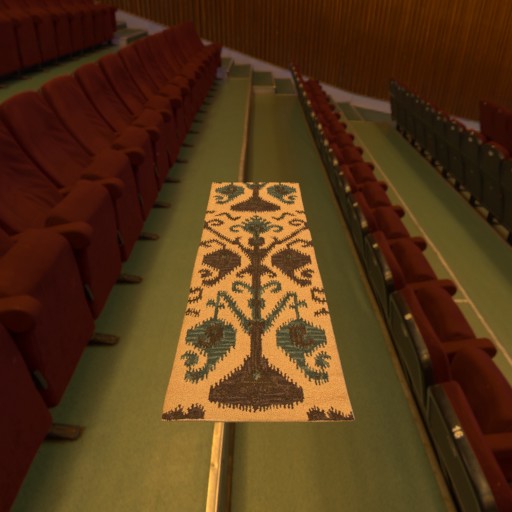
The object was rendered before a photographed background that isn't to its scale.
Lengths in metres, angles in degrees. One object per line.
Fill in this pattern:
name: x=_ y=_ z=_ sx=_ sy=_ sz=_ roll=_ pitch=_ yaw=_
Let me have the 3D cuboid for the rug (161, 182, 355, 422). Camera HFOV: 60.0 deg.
rug: x=0.000 y=0.000 z=2.555 sx=0.692 sy=0.017 sz=2.301 roll=0 pitch=31 yaw=0
